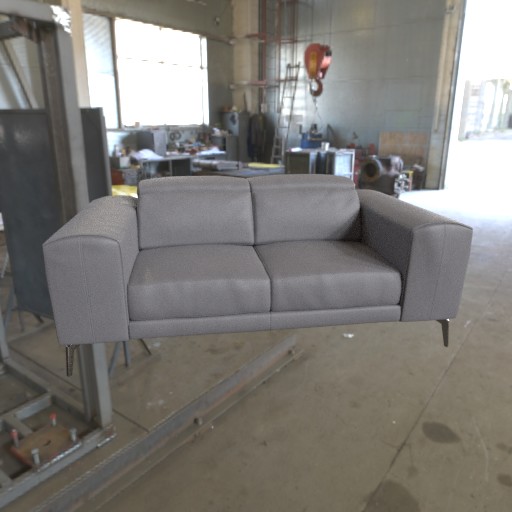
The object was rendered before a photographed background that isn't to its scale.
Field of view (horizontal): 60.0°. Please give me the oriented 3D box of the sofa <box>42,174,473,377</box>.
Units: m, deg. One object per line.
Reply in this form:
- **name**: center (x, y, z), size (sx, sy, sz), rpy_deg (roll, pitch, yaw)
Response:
- **sofa**: center (0.000, 0.000, 2.412), size (1.895, 0.779, 1.003), rpy_deg (-3, 17, -8)
